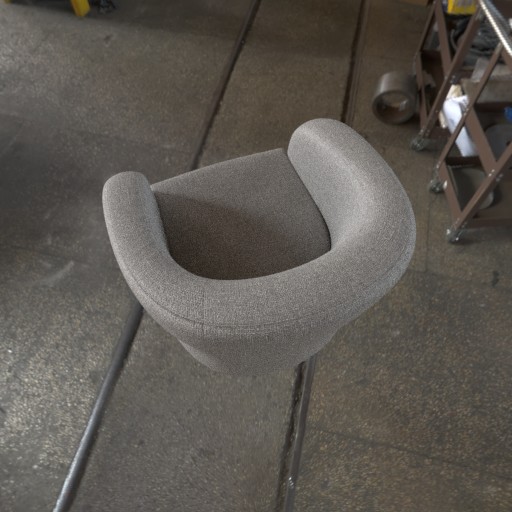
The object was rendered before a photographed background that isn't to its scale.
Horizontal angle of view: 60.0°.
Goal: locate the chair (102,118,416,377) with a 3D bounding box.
[{"bbox_3d":[0.000,0.000,1.439,0.791,0.771,0.815,-18,61,-10],"label":"chair"}]
